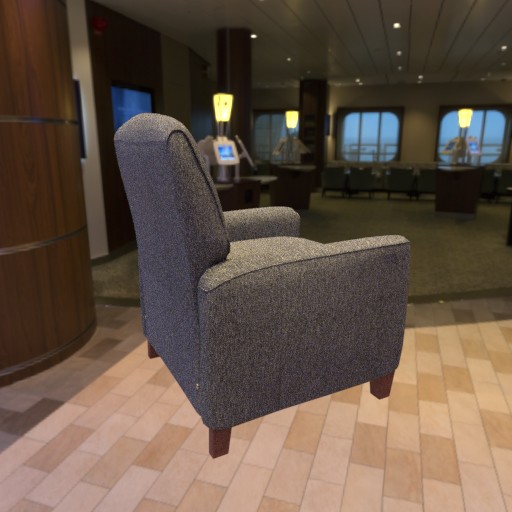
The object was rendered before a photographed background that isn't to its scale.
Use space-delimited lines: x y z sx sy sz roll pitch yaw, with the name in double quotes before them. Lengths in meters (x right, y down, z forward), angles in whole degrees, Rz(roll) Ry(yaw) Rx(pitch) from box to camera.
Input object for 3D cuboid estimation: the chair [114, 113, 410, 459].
"chair" 0.000 0.000 1.686 0.864 1.014 0.848 -8 17 -27
